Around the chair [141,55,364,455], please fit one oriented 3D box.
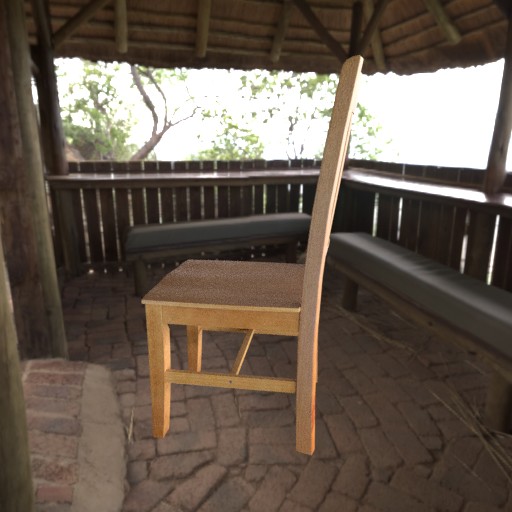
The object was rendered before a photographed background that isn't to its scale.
[{"bbox_3d":[0.000,0.000,1.298,0.556,0.998,0.450,2,15,8],"label":"chair"}]
